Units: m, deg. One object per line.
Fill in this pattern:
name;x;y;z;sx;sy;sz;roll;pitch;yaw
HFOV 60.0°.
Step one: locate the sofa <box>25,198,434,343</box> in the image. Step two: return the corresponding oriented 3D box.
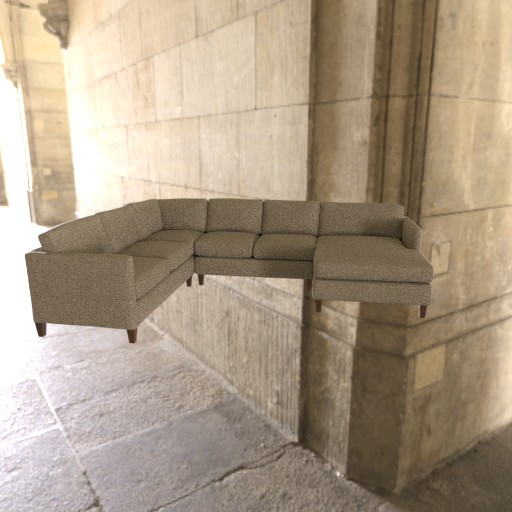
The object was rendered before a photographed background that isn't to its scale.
sofa;0.000;0.000;4.611;3.460;0.959;2.593;2;14;9
